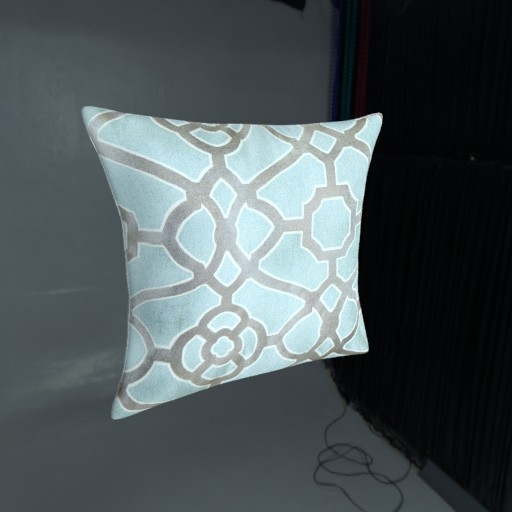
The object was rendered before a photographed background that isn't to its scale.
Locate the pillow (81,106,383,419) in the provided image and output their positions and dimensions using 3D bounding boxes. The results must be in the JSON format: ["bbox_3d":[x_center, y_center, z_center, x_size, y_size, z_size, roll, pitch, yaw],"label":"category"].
[{"bbox_3d":[0.000,0.000,0.809,0.552,0.508,0.166,-7,17,-25],"label":"pillow"}]
